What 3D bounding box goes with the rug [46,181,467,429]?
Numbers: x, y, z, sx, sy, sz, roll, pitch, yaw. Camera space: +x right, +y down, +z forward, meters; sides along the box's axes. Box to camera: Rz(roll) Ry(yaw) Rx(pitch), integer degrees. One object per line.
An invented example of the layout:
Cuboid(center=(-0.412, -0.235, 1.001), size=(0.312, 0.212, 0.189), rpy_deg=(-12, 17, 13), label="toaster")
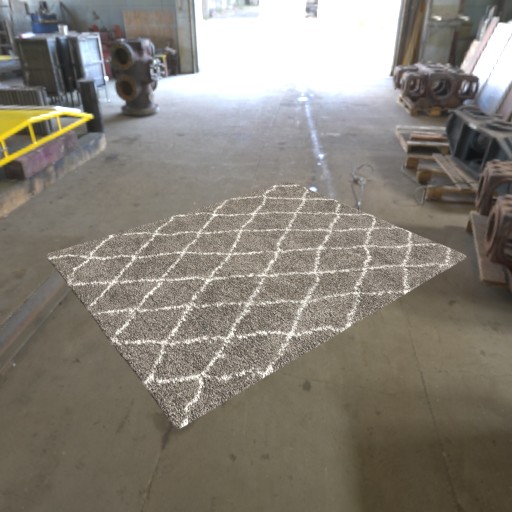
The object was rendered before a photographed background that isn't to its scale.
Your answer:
Cuboid(center=(0.000, 0.000, 4.089), size=(3.047, 0.029, 2.438), rpy_deg=(-22, 37, -32), label="rug")
